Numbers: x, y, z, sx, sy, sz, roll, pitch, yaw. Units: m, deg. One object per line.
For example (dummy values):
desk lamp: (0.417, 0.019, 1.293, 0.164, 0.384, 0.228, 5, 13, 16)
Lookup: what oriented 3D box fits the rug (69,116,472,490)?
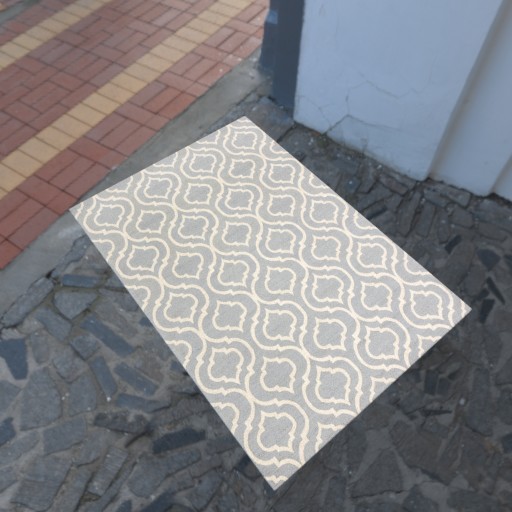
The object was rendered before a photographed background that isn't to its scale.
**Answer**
rug: (0.000, 0.000, 2.685, 1.451, 0.010, 2.080, -34, 63, -20)
